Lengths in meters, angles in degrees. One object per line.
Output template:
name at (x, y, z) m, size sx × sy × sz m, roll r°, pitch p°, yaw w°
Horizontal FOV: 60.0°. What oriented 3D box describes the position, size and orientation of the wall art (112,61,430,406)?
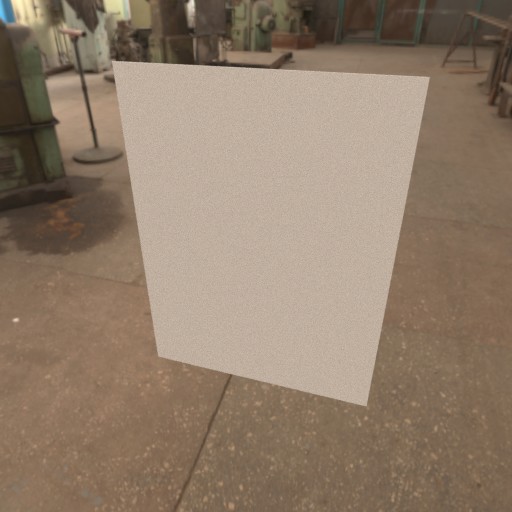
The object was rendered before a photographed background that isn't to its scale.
wall art at (0.000, 0.000, 0.774) m, size 0.457 × 0.610 × 0.003 m, roll 9°, pitch 33°, yaw 15°
